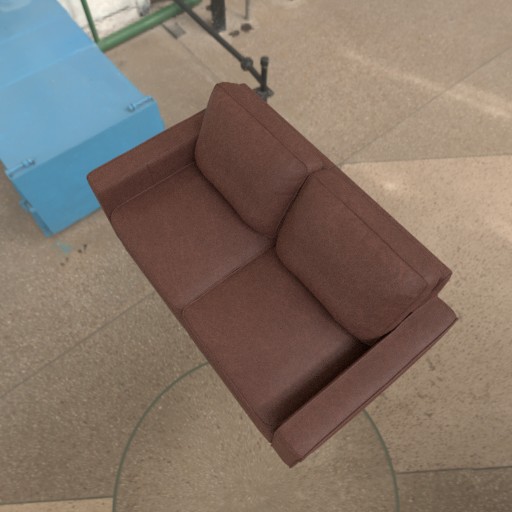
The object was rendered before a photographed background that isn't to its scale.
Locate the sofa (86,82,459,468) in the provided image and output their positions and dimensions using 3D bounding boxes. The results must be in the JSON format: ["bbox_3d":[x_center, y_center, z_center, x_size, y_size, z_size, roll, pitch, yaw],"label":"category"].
[{"bbox_3d":[0.000,0.000,2.206,0.947,0.918,1.709,-35,67,-17],"label":"sofa"}]
